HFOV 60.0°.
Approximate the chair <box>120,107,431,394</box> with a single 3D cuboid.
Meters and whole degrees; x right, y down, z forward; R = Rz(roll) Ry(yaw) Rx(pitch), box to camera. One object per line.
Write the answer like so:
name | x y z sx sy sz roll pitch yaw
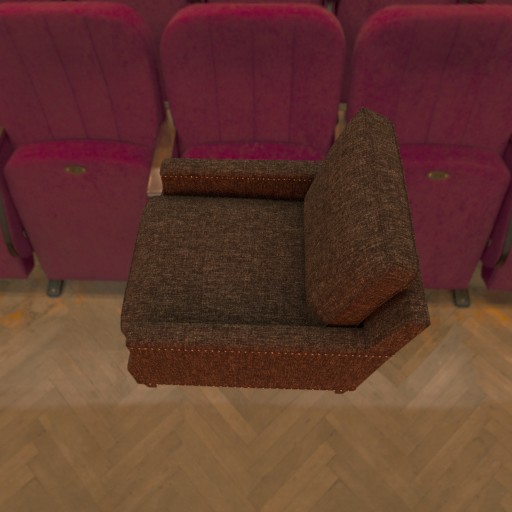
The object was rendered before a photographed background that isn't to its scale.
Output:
chair | 0.000 0.000 1.746 1.014 0.943 0.853 2 58 1
